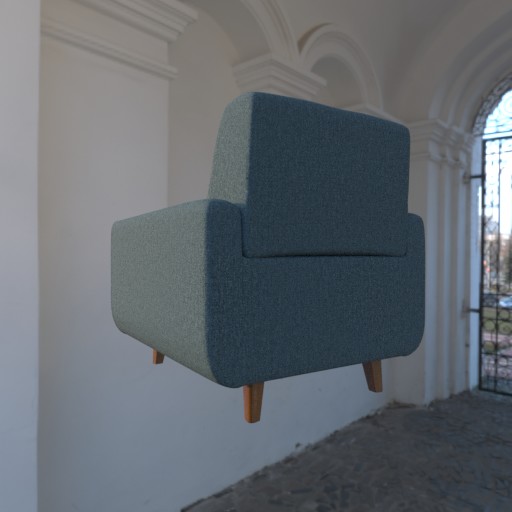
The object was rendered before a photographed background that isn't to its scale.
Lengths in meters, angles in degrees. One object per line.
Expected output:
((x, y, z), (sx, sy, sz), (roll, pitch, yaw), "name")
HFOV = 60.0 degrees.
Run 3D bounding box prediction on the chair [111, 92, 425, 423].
((0.000, 0.000, 1.733), (0.880, 0.940, 0.964), (0, 1, -32), "chair")
